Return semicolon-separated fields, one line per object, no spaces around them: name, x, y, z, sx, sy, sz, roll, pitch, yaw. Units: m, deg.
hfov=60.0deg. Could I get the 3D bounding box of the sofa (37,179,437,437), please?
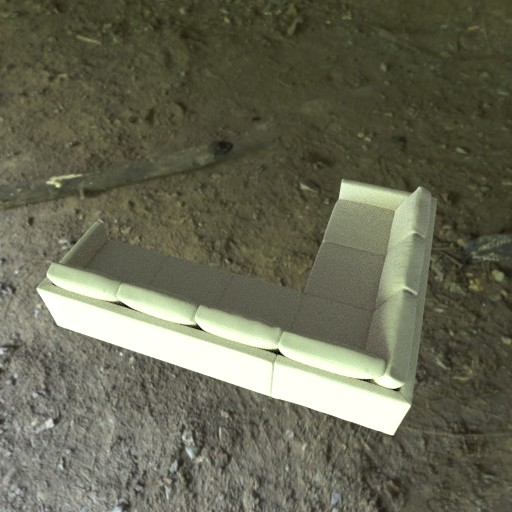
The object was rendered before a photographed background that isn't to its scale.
sofa;0.000;0.000;4.407;3.182;0.863;2.432;15;49;13
